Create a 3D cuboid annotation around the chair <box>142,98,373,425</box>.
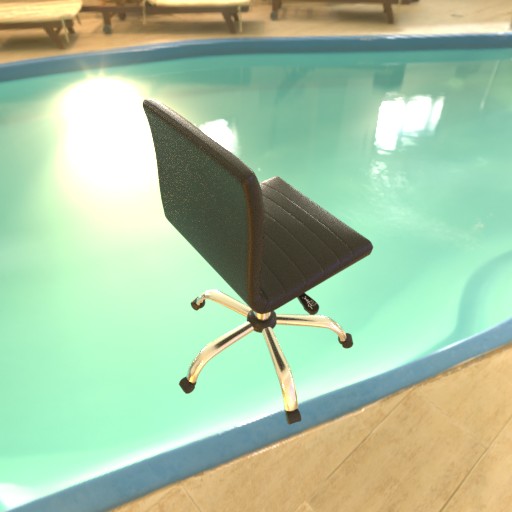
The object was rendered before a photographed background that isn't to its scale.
[{"bbox_3d":[0.000,0.000,1.143,0.530,0.780,0.556,-26,48,-26],"label":"chair"}]
